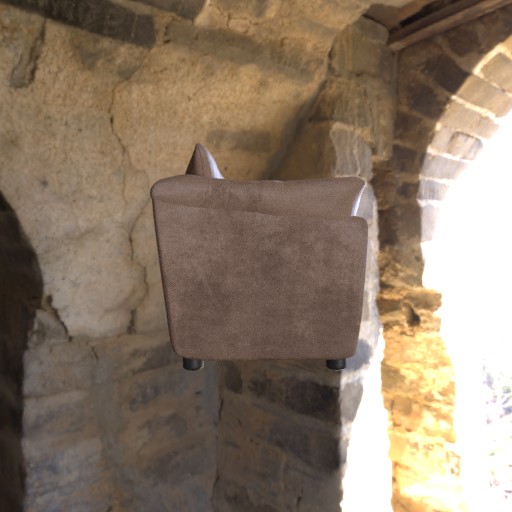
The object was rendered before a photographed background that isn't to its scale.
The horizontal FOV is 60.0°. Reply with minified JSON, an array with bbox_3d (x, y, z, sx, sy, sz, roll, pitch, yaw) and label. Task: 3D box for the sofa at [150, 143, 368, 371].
[{"bbox_3d":[0.000,0.000,2.871,0.893,0.981,2.377,0,0,0],"label":"sofa"}]
